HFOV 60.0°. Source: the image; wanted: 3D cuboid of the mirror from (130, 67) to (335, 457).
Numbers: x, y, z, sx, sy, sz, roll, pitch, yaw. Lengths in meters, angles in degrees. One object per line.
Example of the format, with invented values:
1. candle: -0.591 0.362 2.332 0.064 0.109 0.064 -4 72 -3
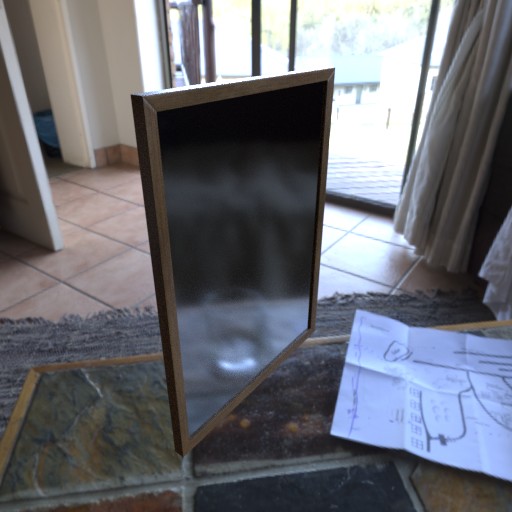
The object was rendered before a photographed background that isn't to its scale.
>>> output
1. mirror: 0.000 0.000 1.354 0.040 1.016 0.762 20 33 32
